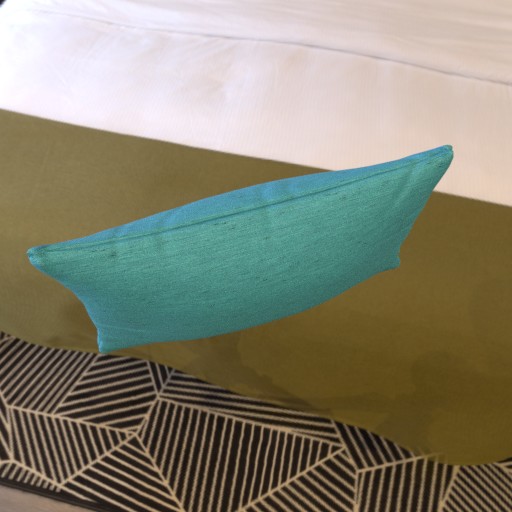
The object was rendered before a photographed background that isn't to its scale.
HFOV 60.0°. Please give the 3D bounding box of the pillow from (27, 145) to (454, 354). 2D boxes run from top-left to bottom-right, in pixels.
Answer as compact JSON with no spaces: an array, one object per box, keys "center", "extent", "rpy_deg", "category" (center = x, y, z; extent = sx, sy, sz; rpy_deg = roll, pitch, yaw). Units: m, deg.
[{"center":[0.000,0.000,0.765],"extent":[0.633,0.338,0.210],"rpy_deg":[-15,59,-10],"category":"pillow"}]
